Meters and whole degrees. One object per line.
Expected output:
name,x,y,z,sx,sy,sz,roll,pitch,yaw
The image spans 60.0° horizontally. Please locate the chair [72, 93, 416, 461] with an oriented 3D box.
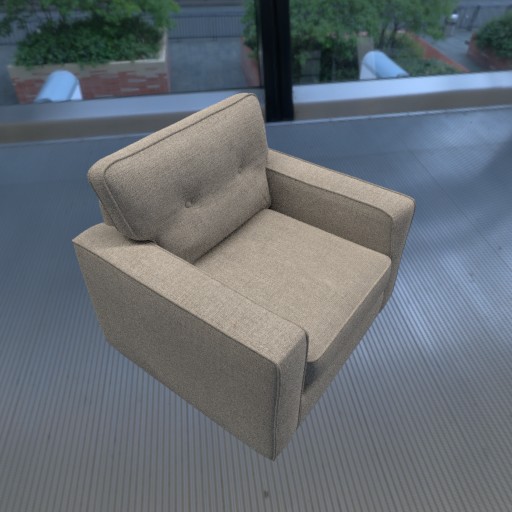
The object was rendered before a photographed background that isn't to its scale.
chair,0.000,0.000,1.782,0.939,0.965,1.015,26,47,27
